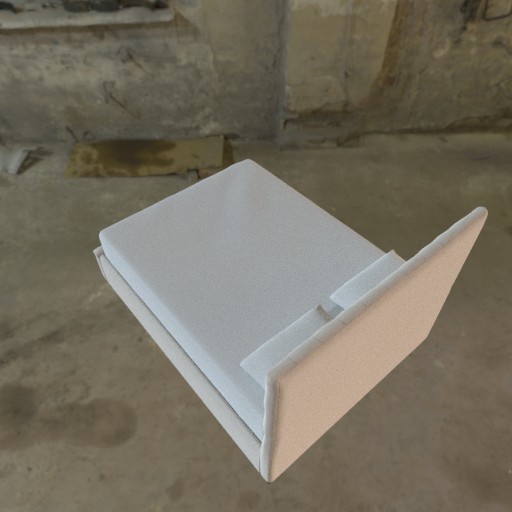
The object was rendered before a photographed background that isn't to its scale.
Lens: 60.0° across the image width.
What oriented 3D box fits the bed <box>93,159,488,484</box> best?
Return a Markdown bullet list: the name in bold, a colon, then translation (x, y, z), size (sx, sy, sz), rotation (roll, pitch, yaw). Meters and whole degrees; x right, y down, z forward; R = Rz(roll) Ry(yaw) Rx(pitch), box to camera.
- **bed**: translation (0.000, 0.000, 3.271), size (1.696, 1.426, 2.233), rotation (-32, 55, -26)
